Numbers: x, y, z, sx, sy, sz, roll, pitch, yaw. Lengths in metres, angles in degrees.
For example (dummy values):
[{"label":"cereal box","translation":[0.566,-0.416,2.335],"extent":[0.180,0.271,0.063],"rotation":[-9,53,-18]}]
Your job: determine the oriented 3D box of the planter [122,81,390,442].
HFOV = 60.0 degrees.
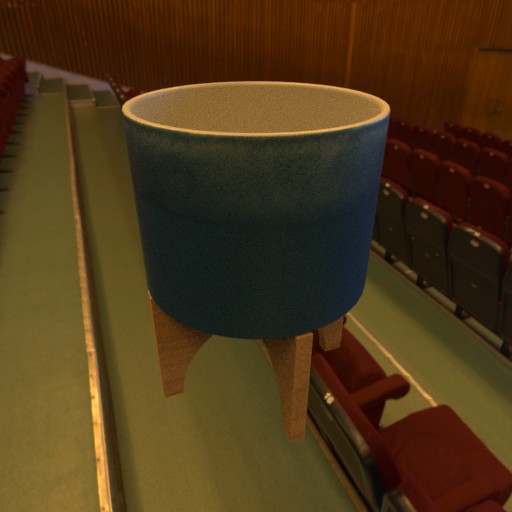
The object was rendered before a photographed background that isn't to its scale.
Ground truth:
[{"label":"planter","translation":[0.000,0.000,0.392],"extent":[0.192,0.263,0.192],"rotation":[0,30,0]}]
